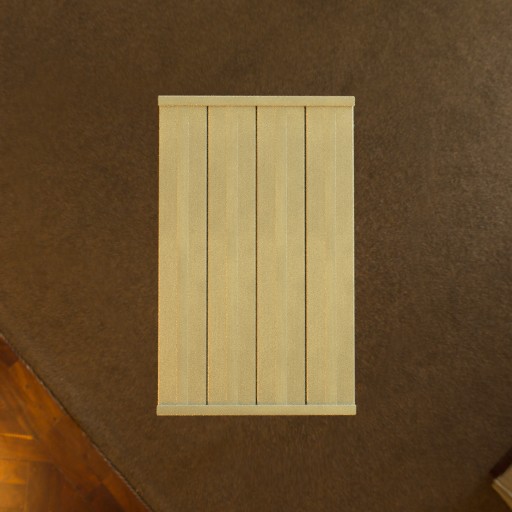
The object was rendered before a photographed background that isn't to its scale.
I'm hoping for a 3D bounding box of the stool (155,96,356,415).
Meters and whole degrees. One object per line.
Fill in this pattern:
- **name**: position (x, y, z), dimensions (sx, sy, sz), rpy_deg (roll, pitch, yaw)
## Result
- **stool**: position (0.000, 0.000, 0.742), dimensions (0.385, 0.225, 0.535), rpy_deg (0, 89, 0)
